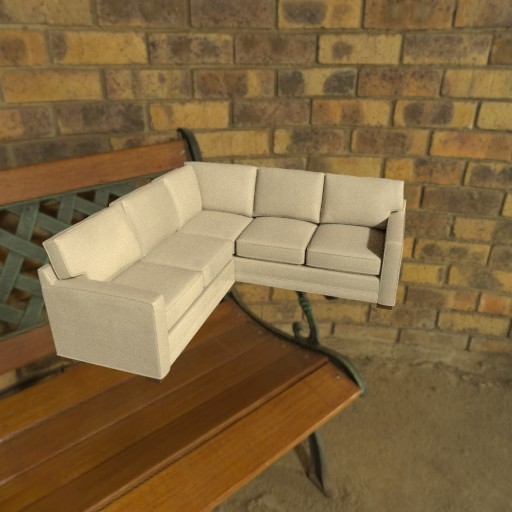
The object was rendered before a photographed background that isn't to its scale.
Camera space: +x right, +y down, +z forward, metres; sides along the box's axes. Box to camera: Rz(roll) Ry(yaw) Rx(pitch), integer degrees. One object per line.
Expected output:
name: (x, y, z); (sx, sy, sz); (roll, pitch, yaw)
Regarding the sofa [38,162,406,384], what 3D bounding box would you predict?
sofa: (0.000, 0.000, 3.490); (2.189, 0.939, 2.182); (8, 27, 16)
